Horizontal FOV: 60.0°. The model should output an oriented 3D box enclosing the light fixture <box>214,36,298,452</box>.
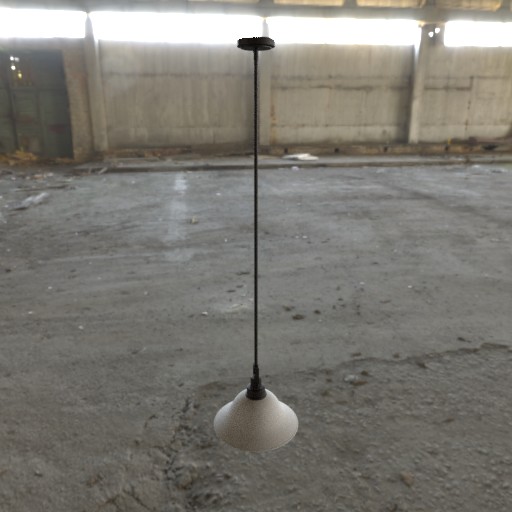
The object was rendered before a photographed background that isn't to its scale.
[{"bbox_3d":[0.000,0.000,1.507,0.324,1.337,0.324,-3,17,-8],"label":"light fixture"}]
